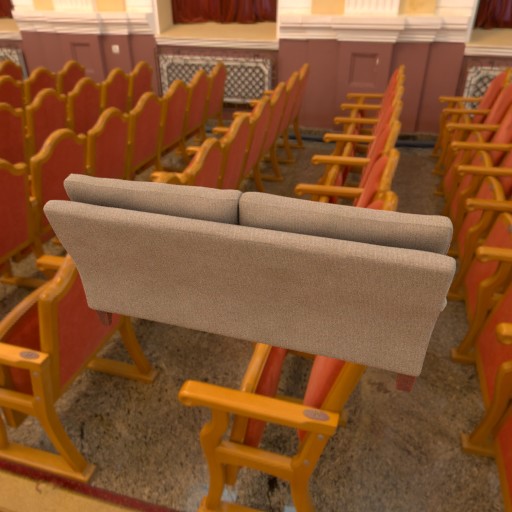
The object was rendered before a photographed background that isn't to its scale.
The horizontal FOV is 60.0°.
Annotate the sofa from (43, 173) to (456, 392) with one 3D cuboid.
[{"bbox_3d":[0.000,0.000,2.809,2.193,1.096,1.069,9,32,14],"label":"sofa"}]
